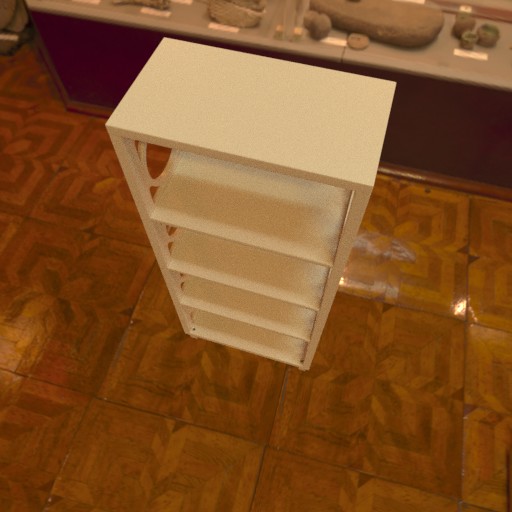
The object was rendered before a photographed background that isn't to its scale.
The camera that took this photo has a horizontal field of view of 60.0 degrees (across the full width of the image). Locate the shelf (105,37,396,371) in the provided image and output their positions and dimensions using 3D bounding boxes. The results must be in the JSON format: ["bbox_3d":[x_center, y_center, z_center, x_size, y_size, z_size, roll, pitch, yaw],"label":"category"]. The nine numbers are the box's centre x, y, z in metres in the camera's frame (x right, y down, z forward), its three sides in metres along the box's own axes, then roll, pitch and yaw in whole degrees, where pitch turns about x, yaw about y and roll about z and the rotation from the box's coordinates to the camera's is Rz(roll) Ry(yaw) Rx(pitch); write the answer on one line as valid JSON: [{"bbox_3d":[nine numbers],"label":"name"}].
[{"bbox_3d":[0.000,0.000,1.644,0.611,1.411,0.340,15,60,9],"label":"shelf"}]
